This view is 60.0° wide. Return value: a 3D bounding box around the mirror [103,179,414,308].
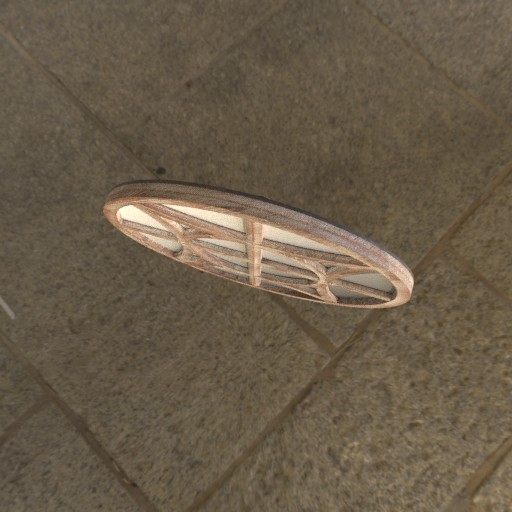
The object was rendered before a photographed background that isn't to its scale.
[{"bbox_3d":[0.000,0.000,1.048,0.710,0.710,0.038,15,77,4],"label":"mirror"}]
